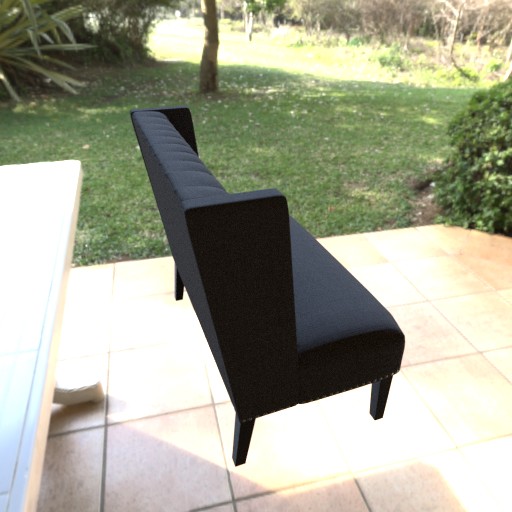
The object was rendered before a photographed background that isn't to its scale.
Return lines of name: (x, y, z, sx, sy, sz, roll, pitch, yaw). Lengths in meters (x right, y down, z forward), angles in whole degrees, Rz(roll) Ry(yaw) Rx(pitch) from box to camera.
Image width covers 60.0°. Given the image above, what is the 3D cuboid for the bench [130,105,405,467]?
bench: (0.000, 0.000, 2.032, 0.842, 1.121, 1.276, -10, 32, -17)
